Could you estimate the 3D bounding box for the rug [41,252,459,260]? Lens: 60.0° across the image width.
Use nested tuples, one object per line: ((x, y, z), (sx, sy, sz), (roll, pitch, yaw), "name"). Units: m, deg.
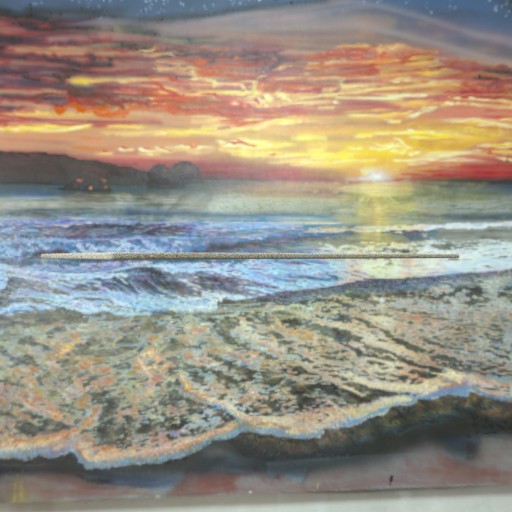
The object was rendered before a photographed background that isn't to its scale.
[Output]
((0.000, 0.000, 3.027), (2.438, 0.030, 1.524), (0, 0, -35), "rug")
